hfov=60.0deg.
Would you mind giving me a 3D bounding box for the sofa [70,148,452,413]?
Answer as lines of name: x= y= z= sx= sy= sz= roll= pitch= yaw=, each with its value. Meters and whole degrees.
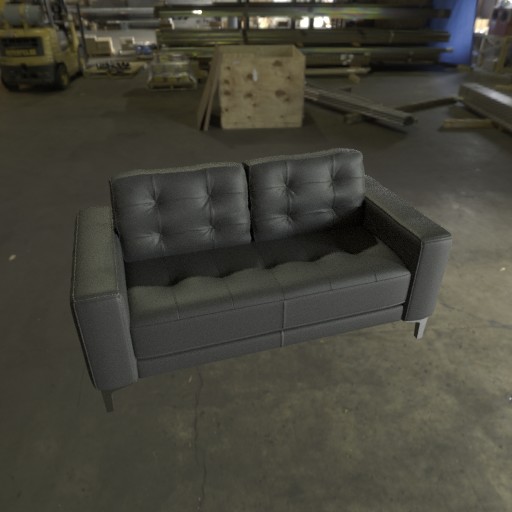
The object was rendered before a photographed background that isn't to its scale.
sofa: x=0.000 y=0.000 z=2.275 sx=1.726 sy=0.893 sz=0.833 roll=-9 pitch=33 yaw=-15
